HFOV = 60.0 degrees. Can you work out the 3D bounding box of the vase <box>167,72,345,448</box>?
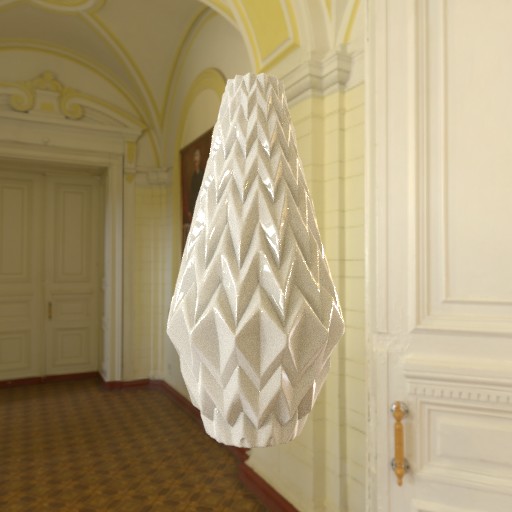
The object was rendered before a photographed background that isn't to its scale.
[{"bbox_3d":[0.000,0.000,0.421,0.167,0.328,0.167,0,-1,0],"label":"vase"}]
